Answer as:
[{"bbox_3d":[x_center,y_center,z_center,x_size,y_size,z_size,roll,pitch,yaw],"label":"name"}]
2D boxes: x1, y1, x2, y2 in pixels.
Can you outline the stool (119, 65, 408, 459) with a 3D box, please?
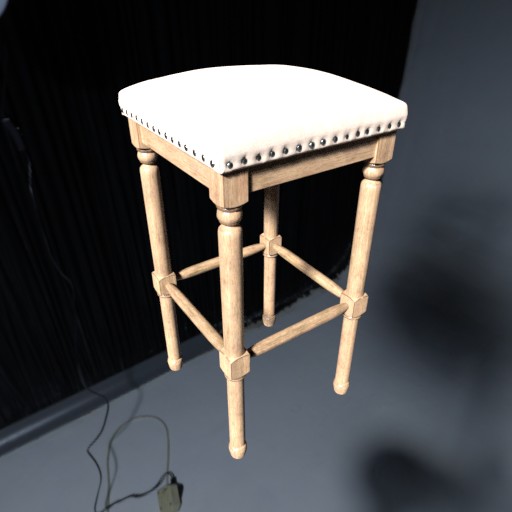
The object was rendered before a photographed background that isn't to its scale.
[{"bbox_3d":[0.000,0.000,0.975,0.382,0.768,0.383,-20,38,-29],"label":"stool"}]
